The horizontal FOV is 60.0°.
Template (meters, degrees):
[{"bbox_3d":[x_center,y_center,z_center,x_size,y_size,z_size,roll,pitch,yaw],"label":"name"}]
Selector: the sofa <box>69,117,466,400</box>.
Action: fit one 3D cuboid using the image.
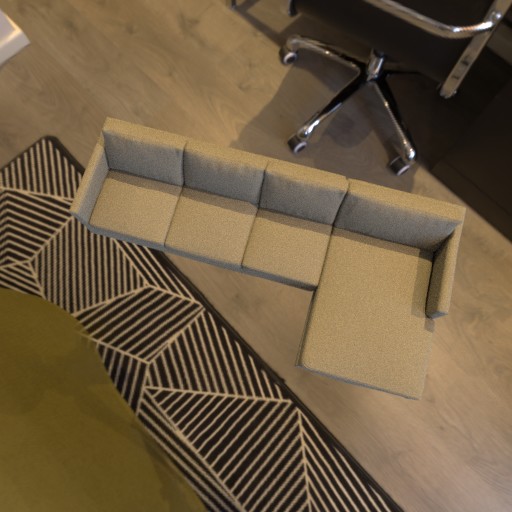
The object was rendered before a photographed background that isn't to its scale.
[{"bbox_3d":[0.000,0.000,3.813,3.186,0.861,1.625,15,76,4],"label":"sofa"}]
